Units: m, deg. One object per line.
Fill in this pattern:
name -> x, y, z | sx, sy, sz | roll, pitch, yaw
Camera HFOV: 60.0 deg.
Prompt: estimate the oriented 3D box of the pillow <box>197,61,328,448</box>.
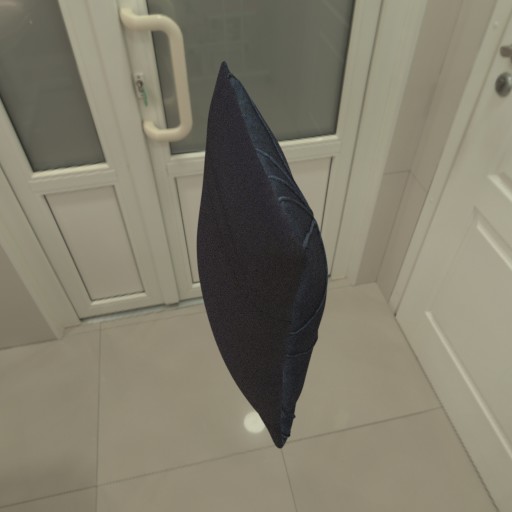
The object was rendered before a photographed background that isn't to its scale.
pillow -> 0.000, 0.000, 0.691 | 0.183, 0.440, 0.439 | -9, 48, -8
